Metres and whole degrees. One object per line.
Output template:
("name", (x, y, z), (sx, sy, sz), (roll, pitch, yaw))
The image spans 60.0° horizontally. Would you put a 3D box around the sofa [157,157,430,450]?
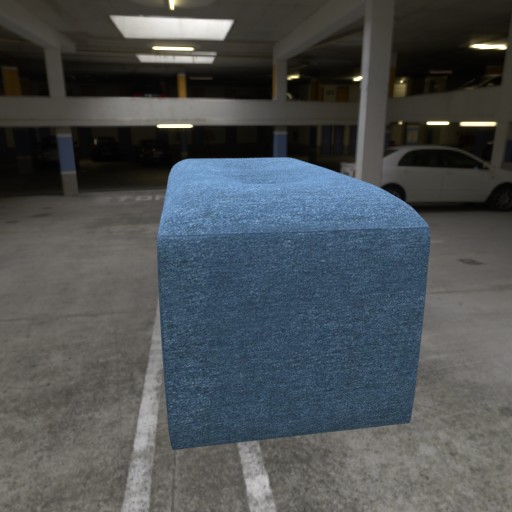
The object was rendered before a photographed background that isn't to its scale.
("sofa", (0.000, 0.000, 1.197), (0.480, 0.470, 0.930), (-3, 17, -9))
